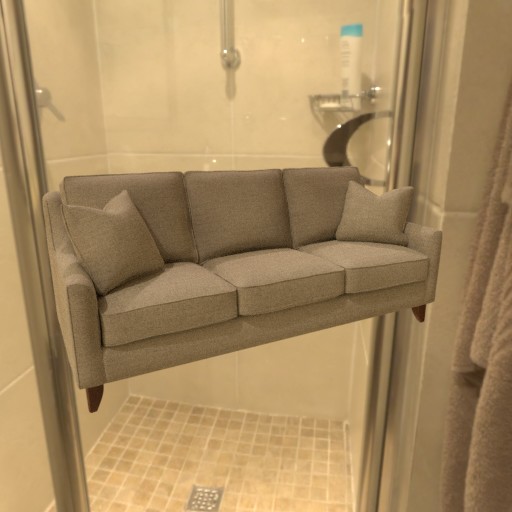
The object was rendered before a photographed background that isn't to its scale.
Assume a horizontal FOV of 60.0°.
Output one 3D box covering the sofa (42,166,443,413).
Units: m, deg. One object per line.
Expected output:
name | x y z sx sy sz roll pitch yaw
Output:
sofa | 0.000 0.000 2.444 2.031 0.914 0.865 -8 18 -26
